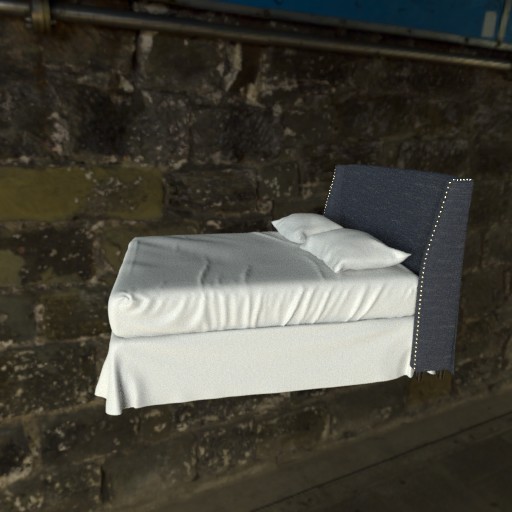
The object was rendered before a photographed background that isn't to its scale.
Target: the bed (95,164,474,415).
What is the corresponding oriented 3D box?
[{"bbox_3d":[0.000,0.000,3.446,2.276,1.332,1.925,-3,14,-10],"label":"bed"}]
